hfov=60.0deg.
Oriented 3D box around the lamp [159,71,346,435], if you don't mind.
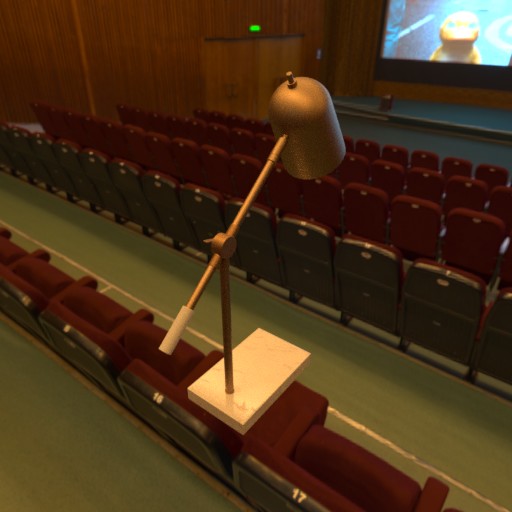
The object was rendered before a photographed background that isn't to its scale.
[{"bbox_3d":[0.000,0.000,0.804,0.144,0.603,0.471,21,37,32],"label":"lamp"}]
